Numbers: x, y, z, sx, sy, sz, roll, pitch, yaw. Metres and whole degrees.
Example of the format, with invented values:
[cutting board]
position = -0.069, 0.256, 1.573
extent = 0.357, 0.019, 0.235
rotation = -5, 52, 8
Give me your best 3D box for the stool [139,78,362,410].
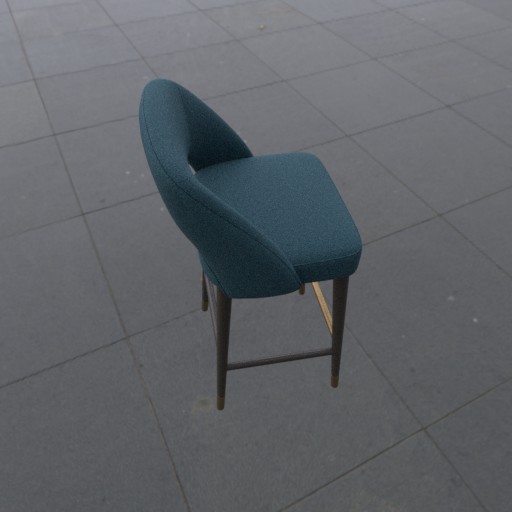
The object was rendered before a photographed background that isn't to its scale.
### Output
[stool]
position = 0.000, 0.000, 1.358
extent = 0.522, 1.032, 0.536
rotation = -9, 48, -8
